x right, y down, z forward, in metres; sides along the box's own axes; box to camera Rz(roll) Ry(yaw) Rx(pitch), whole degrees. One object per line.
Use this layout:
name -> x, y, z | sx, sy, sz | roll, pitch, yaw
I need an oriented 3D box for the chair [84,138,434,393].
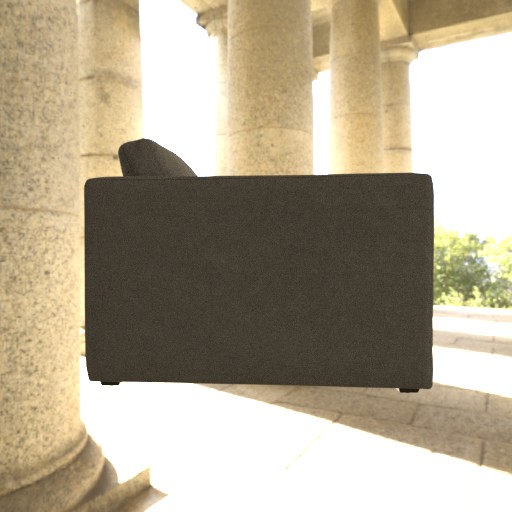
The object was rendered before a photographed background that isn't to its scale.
chair -> 0.000, 0.000, 1.882 | 1.091, 0.845, 1.190 | 0, 1, 0
